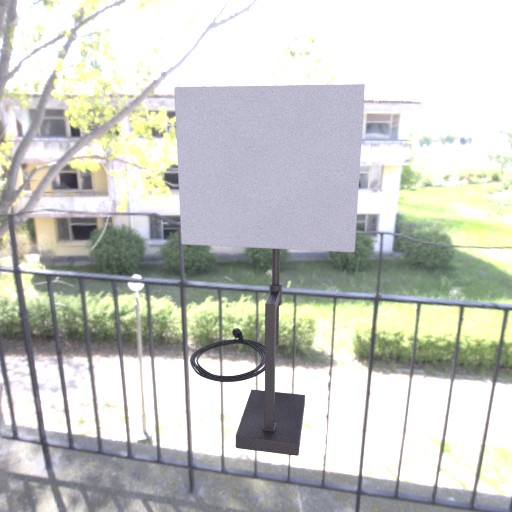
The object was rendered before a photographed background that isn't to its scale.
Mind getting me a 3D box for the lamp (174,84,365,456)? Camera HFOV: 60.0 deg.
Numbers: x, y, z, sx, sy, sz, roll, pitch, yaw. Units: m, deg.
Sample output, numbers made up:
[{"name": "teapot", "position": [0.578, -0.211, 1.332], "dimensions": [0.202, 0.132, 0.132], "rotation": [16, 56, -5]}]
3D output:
[{"name": "lamp", "position": [0.000, 0.000, 0.979], "dimensions": [0.399, 0.660, 0.504], "rotation": [3, 16, 10]}]
